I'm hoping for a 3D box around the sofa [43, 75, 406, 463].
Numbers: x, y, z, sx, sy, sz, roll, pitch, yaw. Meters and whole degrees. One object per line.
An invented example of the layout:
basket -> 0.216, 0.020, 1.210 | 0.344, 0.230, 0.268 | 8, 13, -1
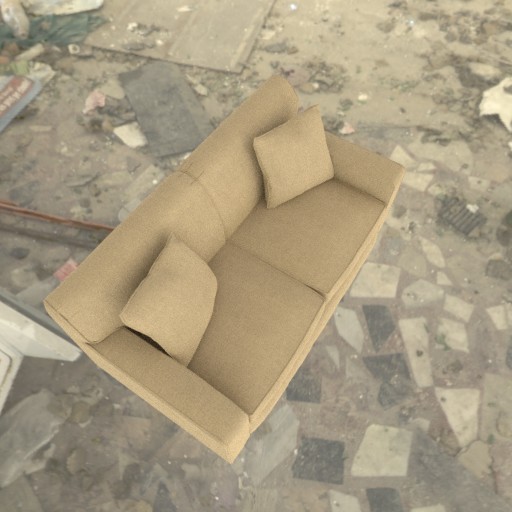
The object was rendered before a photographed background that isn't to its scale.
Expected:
sofa -> 0.000, 0.000, 2.471 | 0.998, 0.958, 1.846 | 29, 63, 17
